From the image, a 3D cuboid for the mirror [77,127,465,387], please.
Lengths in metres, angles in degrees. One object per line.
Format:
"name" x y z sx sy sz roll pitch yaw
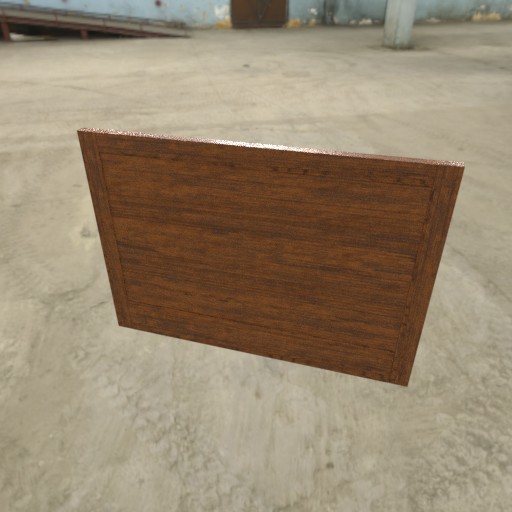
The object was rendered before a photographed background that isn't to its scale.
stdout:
"mirror" 0.000 0.000 1.012 0.758 0.537 0.084 9 33 14
